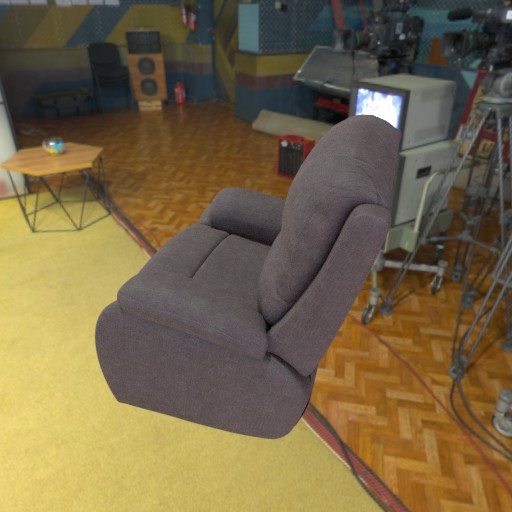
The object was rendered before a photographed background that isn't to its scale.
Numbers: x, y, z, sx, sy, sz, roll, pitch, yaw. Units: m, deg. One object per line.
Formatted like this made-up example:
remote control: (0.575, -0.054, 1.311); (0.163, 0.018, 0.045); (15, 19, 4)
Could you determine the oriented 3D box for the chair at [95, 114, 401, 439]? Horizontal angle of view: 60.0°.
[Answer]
chair: (0.000, 0.000, 1.653); (0.899, 1.011, 0.930); (9, 31, 15)
